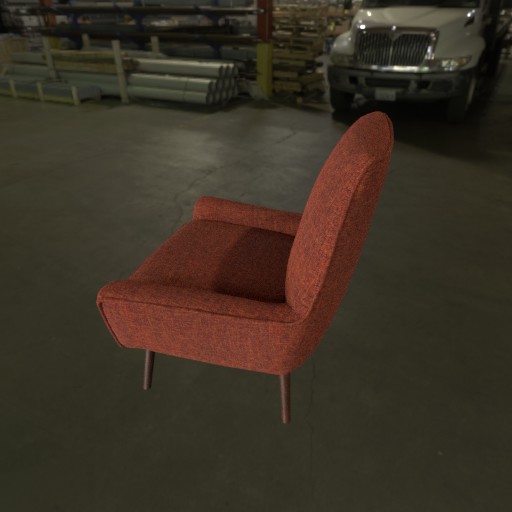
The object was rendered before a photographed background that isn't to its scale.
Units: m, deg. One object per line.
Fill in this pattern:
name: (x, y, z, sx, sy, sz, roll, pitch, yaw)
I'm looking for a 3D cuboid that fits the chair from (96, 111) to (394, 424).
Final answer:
chair: (0.000, 0.000, 1.515, 0.784, 0.911, 0.803, 8, 31, 14)
